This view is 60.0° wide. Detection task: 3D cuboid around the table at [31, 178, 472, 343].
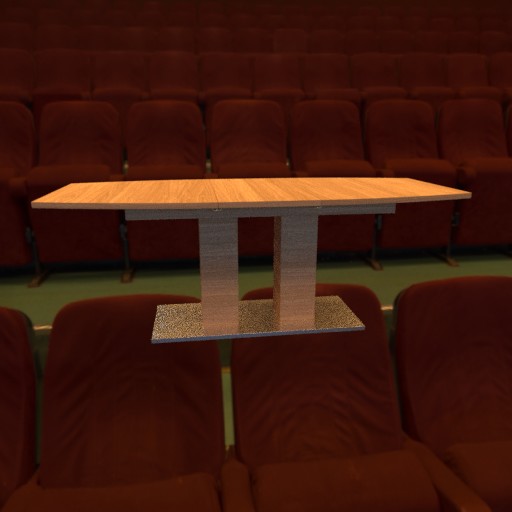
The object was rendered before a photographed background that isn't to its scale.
[{"bbox_3d":[0.000,0.000,2.447,2.032,0.750,0.900,-2,16,-8],"label":"table"}]
